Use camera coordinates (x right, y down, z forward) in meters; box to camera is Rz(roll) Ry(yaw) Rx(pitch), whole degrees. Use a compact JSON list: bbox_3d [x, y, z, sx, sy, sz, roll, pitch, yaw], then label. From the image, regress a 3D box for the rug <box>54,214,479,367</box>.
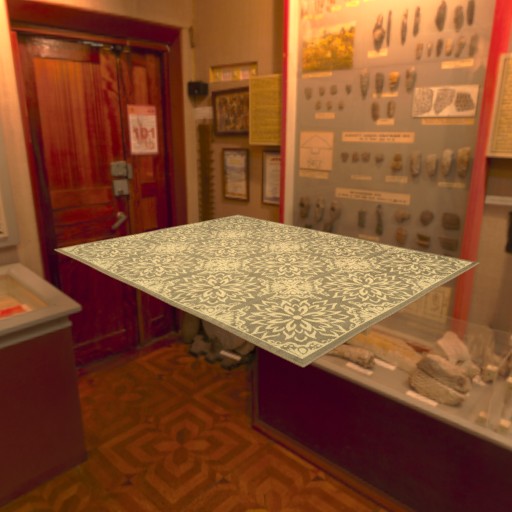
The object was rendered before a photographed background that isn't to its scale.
[{"bbox_3d":[0.000,0.000,3.945,2.980,0.012,2.363,16,23,42],"label":"rug"}]
